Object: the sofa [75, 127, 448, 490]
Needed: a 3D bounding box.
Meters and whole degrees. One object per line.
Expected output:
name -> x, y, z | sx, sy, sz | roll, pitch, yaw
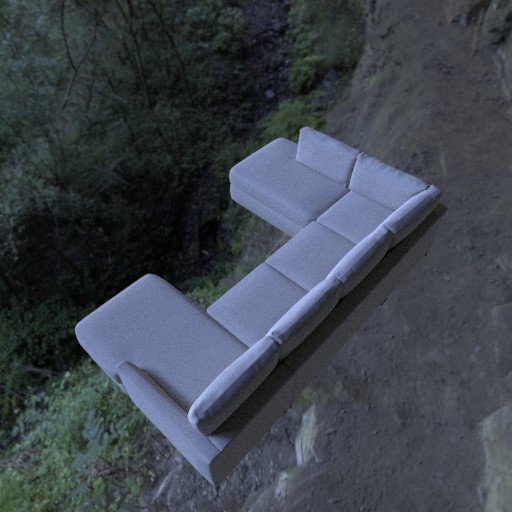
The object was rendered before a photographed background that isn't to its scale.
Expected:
sofa -> 0.000, 0.000, 3.783 | 1.989, 0.862, 2.984 | 34, 56, 27
